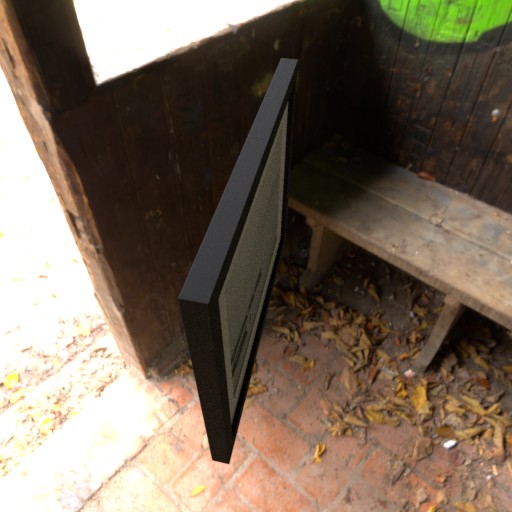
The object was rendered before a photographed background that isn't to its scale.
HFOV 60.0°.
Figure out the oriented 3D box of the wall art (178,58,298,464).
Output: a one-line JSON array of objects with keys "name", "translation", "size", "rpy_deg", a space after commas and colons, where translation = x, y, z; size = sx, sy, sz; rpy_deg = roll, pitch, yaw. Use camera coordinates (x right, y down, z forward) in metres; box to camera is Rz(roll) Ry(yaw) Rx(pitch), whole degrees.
[{"name": "wall art", "translation": [0.000, 0.000, 0.775], "size": [0.030, 0.454, 0.554], "rpy_deg": [9, 48, 9]}]
